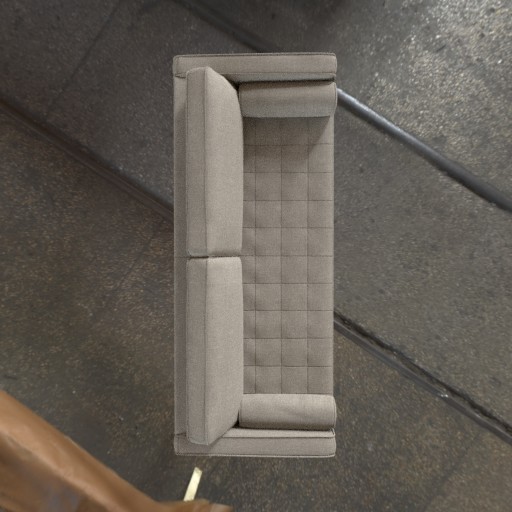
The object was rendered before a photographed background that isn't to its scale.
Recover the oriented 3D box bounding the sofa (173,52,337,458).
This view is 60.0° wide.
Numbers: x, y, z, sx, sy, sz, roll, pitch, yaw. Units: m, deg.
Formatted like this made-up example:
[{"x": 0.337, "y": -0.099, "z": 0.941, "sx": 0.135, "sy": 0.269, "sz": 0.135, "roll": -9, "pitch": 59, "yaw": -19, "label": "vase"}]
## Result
[{"x": 0.000, "y": 0.000, "z": 2.591, "sx": 0.914, "sy": 0.762, "sz": 2.211, "roll": 0, "pitch": 91, "yaw": 1, "label": "sofa"}]
